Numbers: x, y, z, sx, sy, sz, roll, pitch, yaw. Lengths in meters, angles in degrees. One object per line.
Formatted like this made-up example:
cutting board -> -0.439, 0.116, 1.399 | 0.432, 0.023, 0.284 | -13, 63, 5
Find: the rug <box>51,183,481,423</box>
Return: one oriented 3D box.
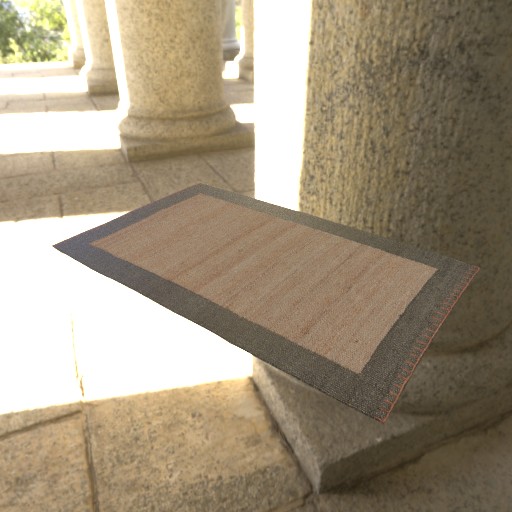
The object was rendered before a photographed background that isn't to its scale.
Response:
rug -> 0.000, 0.000, 2.926 | 2.435, 0.006, 1.521 | 21, 37, 31
